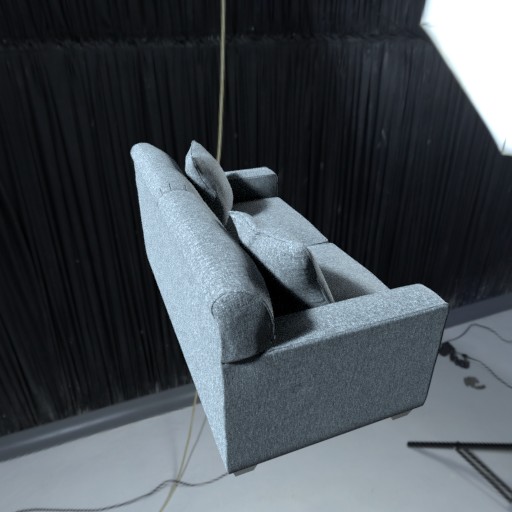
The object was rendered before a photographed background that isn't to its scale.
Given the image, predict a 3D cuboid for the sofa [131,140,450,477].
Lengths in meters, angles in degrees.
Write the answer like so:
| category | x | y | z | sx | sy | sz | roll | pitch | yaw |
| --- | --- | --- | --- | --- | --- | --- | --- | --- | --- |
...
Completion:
| category | x | y | z | sx | sy | sz | roll | pitch | yaw |
| --- | --- | --- | --- | --- | --- | --- | --- | --- | --- |
| sofa | 0.000 | 0.000 | 2.404 | 0.998 | 0.958 | 1.846 | -11 | 31 | -19 |
